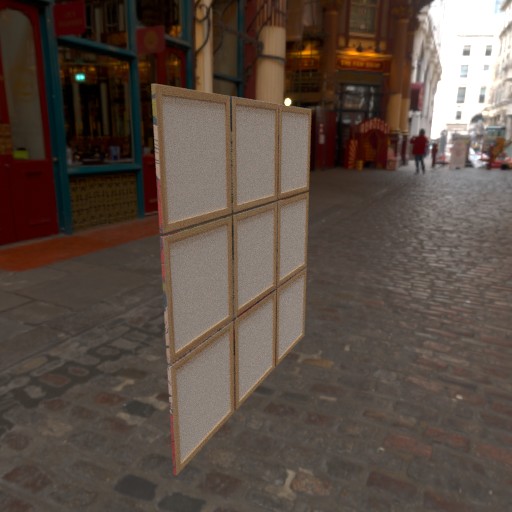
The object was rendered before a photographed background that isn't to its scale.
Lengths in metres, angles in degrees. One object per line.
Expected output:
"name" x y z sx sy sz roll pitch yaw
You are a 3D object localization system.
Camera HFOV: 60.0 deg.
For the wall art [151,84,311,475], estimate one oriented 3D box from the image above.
"wall art" 0.000 0.000 1.836 0.013 1.218 1.206 7 17 26
